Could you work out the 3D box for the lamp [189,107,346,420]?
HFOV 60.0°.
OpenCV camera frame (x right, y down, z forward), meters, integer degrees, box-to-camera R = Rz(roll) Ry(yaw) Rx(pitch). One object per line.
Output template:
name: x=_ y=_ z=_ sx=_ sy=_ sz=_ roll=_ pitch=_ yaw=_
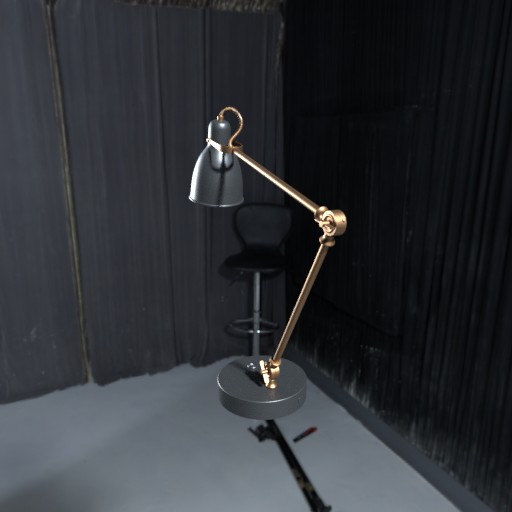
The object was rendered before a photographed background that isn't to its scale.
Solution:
lamp: x=0.000 y=0.000 z=0.889 sx=0.187 sy=0.587 sz=0.561 roll=-7 pitch=17 yaw=-25
